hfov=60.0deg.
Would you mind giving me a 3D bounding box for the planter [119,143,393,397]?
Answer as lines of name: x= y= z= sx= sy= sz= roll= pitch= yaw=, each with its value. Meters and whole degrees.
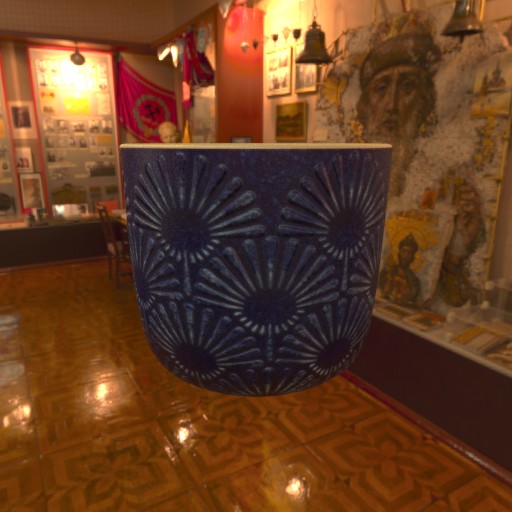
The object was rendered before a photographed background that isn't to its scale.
planter: x=0.000 y=0.000 z=0.222 sx=0.124 sy=0.109 sz=0.124 roll=0 pitch=14 yaw=0
